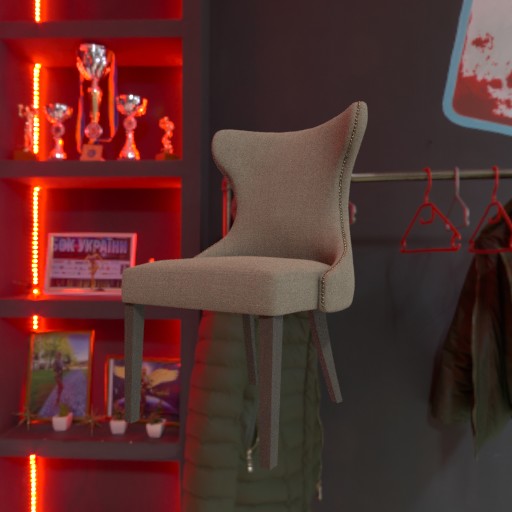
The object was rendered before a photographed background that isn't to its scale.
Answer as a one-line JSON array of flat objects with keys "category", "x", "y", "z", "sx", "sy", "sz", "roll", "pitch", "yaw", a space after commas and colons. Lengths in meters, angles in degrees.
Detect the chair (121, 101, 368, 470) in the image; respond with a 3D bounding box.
[{"category": "chair", "x": 0.000, "y": 0.000, "z": 1.398, "sx": 0.628, "sy": 0.967, "sz": 0.635, "roll": 0, "pitch": 0, "yaw": 36}]
